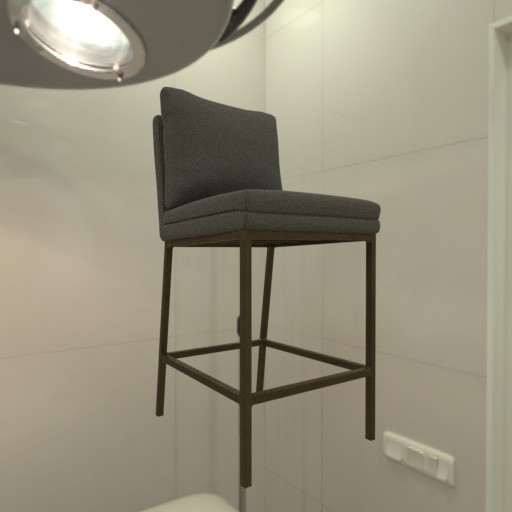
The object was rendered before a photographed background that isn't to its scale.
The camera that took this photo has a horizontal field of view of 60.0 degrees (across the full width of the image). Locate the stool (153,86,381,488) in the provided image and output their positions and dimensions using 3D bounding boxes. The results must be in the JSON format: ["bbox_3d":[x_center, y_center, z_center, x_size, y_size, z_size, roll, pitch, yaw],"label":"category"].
[{"bbox_3d":[0.000,0.000,1.330,0.463,1.030,0.569,-1,1,-36],"label":"stool"}]
